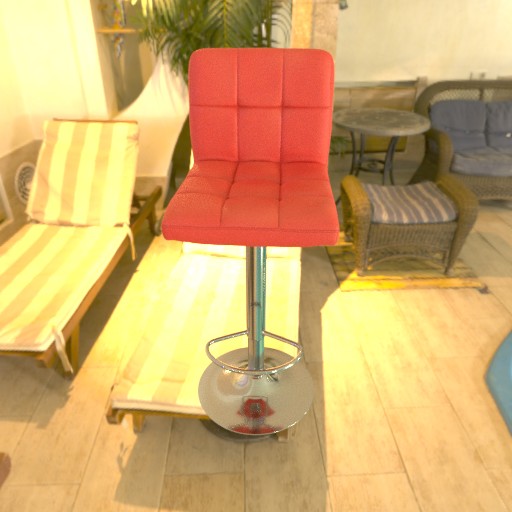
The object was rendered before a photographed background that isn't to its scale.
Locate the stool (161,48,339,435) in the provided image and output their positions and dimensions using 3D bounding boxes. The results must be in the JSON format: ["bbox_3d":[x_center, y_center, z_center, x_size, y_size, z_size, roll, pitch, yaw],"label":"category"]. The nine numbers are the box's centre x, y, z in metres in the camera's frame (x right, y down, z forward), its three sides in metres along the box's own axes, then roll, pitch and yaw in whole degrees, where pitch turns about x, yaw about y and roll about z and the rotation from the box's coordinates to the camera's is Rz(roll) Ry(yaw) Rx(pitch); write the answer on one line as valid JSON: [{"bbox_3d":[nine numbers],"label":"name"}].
[{"bbox_3d":[0.000,0.000,1.351,0.430,1.115,0.505,2,30,3],"label":"stool"}]
